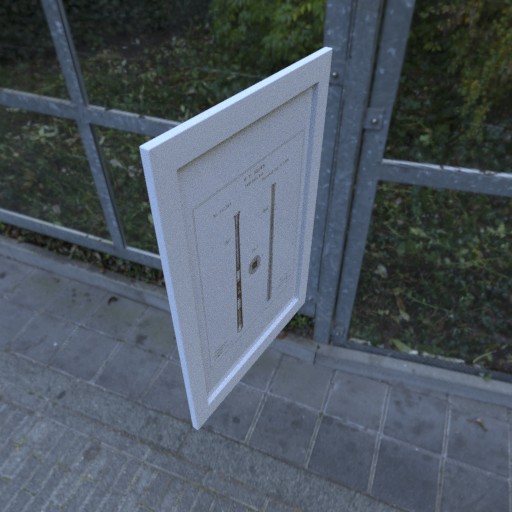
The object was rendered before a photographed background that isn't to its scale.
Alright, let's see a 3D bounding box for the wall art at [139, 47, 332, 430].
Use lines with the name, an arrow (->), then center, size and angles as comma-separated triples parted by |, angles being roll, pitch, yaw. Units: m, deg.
wall art -> 0.000, 0.000, 0.632 | 0.011, 0.482, 0.329 | 25, 47, 25
